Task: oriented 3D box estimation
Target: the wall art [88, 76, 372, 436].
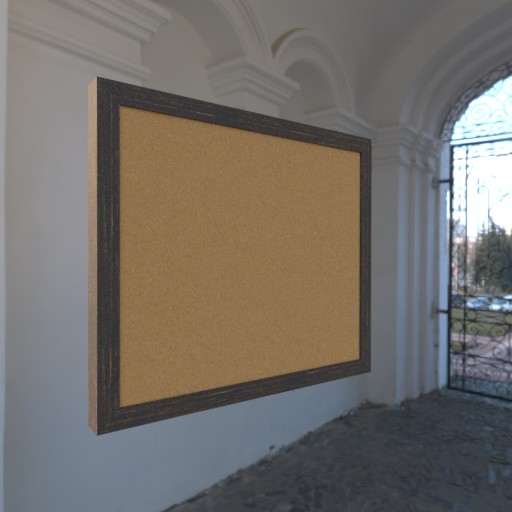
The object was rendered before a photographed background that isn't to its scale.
[{"bbox_3d":[0.000,0.000,0.530,0.381,0.330,0.031,0,0,-36],"label":"wall art"}]
